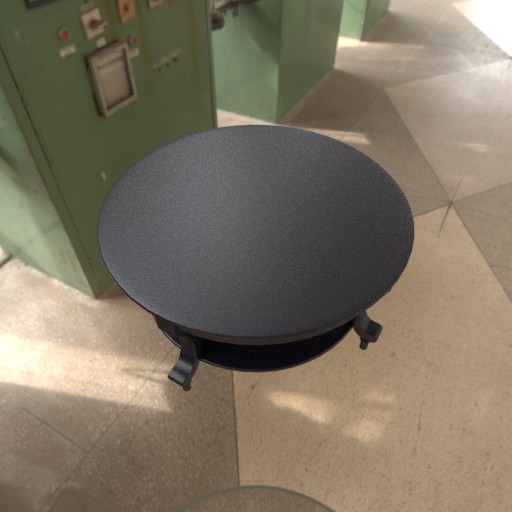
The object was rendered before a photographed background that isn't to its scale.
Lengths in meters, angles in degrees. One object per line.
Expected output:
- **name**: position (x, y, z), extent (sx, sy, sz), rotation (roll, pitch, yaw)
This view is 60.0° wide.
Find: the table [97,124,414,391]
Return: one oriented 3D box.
- **table**: position (0.000, 0.000, 1.649), extent (1.029, 0.491, 1.029), rotation (0, 47, 0)
